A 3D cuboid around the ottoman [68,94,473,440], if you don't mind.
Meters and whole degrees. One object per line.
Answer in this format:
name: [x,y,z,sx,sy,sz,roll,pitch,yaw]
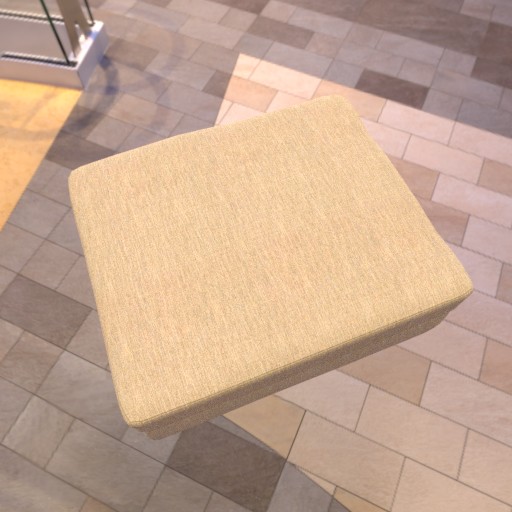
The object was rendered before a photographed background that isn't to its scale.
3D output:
ottoman: [0.000,0.000,1.451,0.976,0.492,0.836,-19,63,-10]
